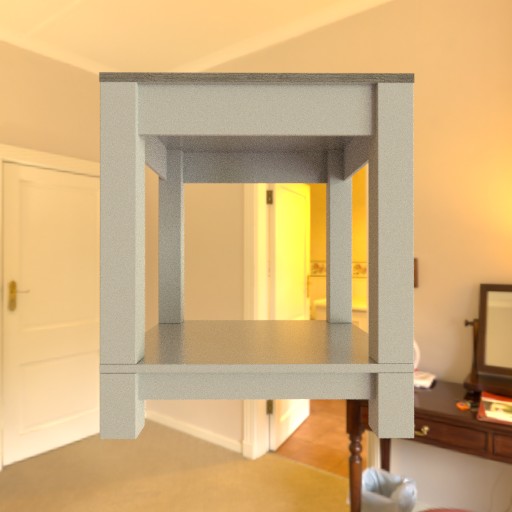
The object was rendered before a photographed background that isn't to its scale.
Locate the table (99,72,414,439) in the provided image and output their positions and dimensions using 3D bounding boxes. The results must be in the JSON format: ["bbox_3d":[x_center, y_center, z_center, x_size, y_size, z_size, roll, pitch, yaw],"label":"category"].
[{"bbox_3d":[0.000,0.000,0.963,0.506,0.587,0.504,0,0,0],"label":"table"}]
